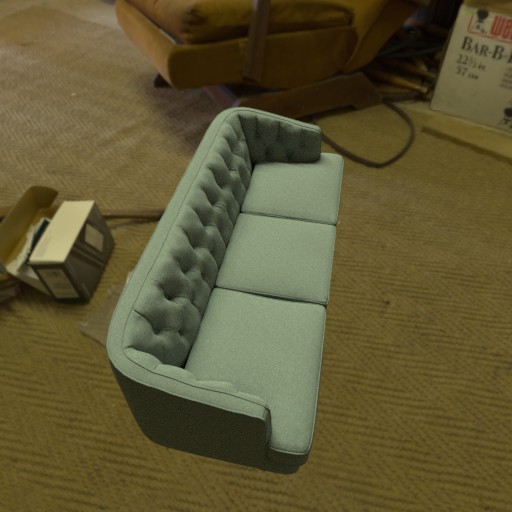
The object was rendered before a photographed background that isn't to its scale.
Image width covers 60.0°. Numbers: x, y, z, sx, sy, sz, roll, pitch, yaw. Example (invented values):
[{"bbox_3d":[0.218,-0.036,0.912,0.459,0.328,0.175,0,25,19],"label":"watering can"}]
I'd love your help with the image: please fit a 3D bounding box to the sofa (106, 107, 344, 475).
[{"bbox_3d":[0.000,0.000,2.704,0.941,0.855,2.278,8,47,8],"label":"sofa"}]
